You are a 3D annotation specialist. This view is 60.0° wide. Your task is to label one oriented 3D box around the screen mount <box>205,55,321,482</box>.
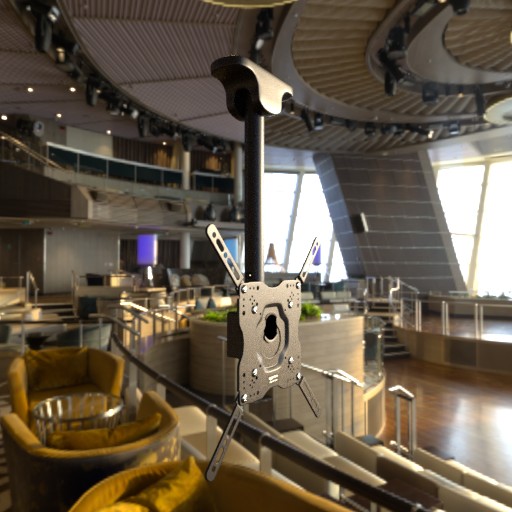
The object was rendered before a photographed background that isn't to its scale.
[{"bbox_3d":[0.000,0.000,0.892,0.090,0.729,0.393,-1,-2,35],"label":"screen mount"}]
